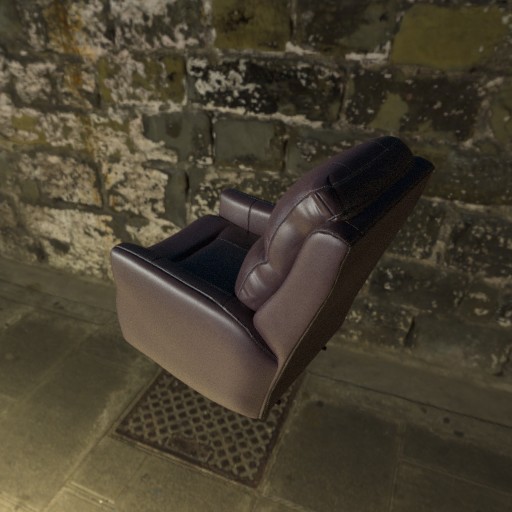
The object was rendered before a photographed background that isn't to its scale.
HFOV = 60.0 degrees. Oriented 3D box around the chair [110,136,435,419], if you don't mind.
[{"bbox_3d":[0.000,0.000,1.806,1.080,1.030,0.829,21,38,30],"label":"chair"}]
